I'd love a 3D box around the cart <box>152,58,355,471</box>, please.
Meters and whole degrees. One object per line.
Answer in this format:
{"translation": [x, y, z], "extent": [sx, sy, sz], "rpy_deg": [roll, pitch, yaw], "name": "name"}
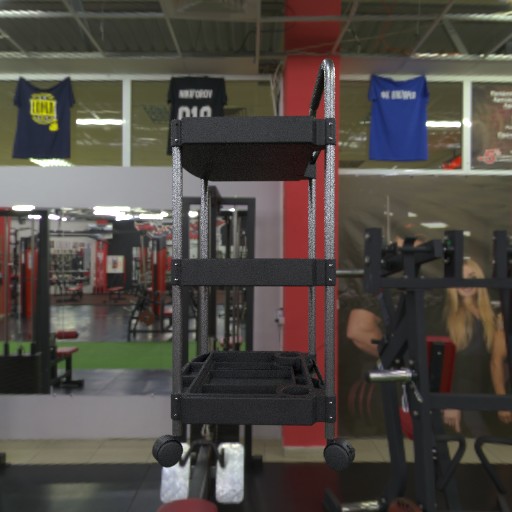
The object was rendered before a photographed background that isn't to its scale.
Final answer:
{"translation": [0.000, 0.000, 1.388], "extent": [0.518, 1.075, 0.584], "rpy_deg": [0, 0, 2], "name": "cart"}
